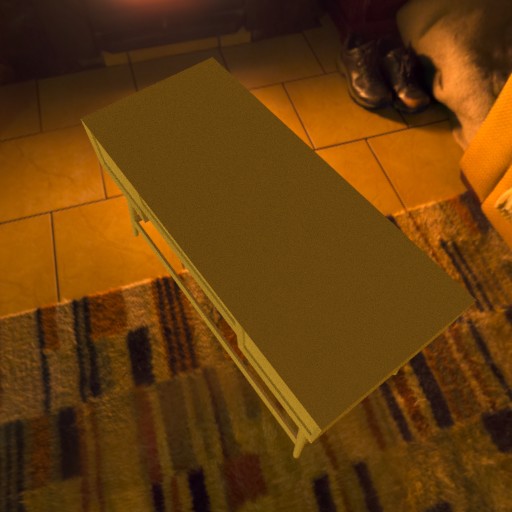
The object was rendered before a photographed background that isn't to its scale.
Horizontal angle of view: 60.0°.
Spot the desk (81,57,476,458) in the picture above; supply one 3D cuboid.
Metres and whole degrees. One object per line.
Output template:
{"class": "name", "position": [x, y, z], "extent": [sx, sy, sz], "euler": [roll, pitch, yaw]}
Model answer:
{"class": "desk", "position": [0.000, 0.000, 1.745], "extent": [0.589, 0.762, 1.313], "euler": [-33, 65, -17]}
